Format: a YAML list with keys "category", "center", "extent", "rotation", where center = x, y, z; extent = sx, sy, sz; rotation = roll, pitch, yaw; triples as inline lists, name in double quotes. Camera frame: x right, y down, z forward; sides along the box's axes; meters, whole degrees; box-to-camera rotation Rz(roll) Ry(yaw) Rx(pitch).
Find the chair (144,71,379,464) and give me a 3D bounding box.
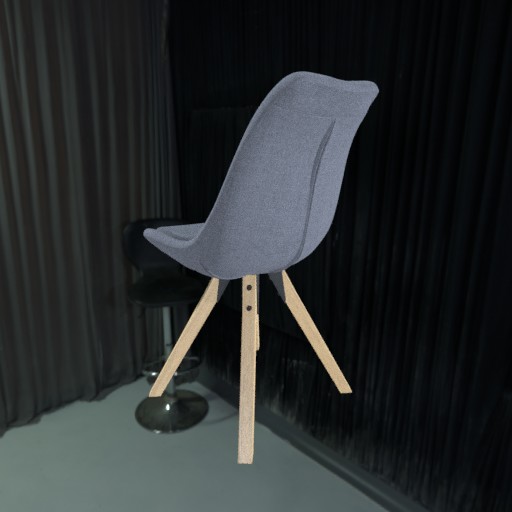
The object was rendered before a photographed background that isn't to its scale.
- category: "chair"
  center: [0.000, 0.000, 1.183]
  extent: [0.550, 0.850, 0.485]
  rotation: [15, 21, 43]
